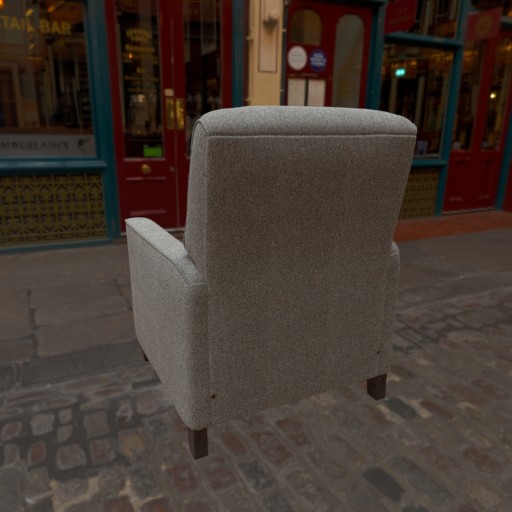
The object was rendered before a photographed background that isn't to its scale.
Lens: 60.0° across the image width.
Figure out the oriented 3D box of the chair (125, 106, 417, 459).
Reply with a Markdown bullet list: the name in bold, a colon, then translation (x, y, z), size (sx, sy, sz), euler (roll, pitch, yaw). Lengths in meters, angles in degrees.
- **chair**: translation (0.000, 0.000, 1.661), size (0.841, 1.028, 0.858), euler (-8, 17, -25)
